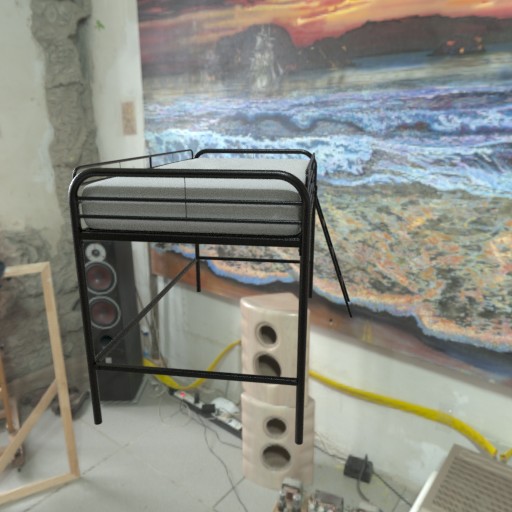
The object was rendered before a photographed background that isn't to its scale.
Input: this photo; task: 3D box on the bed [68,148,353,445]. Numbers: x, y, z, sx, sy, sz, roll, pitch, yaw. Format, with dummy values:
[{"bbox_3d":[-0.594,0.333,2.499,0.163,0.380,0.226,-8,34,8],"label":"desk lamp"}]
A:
[{"bbox_3d":[0.000,0.000,2.917,1.393,1.289,1.968,2,16,8],"label":"bed"}]
